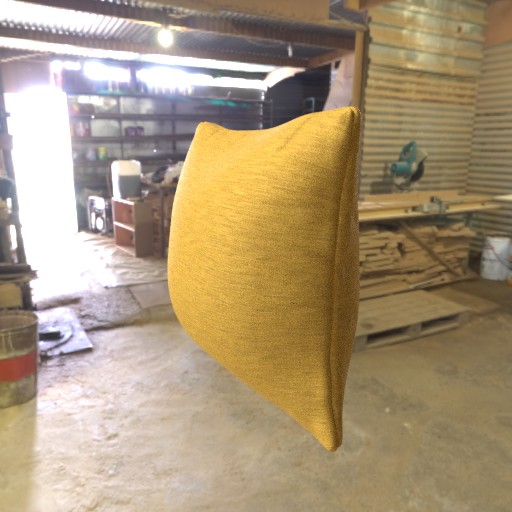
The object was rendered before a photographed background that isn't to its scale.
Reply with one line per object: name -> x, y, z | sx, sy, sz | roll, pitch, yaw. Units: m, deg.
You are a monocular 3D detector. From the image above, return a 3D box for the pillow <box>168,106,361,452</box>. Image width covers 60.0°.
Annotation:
pillow -> 0.000, 0.000, 0.690 | 0.247, 0.417, 0.435 | -8, 16, -28
